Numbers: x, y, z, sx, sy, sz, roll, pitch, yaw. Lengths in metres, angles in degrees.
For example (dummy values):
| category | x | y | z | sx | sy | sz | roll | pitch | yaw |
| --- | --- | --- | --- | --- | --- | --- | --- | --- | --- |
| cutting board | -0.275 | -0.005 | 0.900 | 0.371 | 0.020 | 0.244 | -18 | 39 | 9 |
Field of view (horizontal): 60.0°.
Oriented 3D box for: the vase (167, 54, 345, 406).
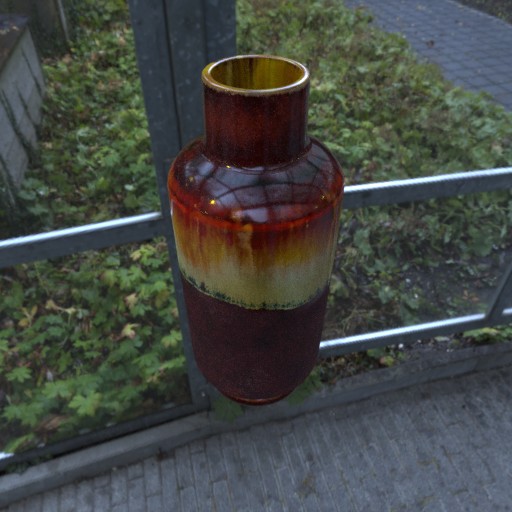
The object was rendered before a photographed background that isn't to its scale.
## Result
| category | x | y | z | sx | sy | sz | roll | pitch | yaw |
| --- | --- | --- | --- | --- | --- | --- | --- | --- | --- |
| vase | 0.000 | 0.000 | 0.321 | 0.111 | 0.261 | 0.111 | 0 | 42 | 0 |
